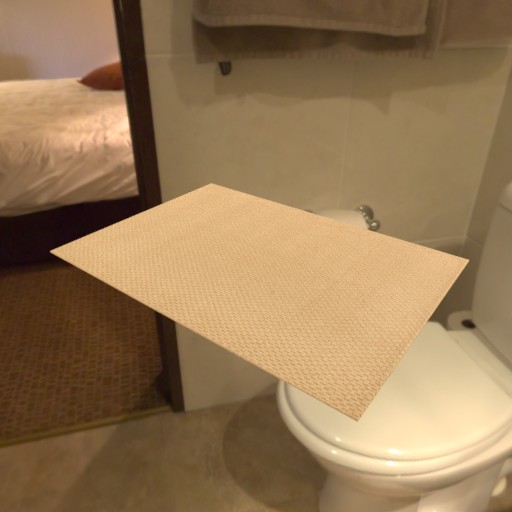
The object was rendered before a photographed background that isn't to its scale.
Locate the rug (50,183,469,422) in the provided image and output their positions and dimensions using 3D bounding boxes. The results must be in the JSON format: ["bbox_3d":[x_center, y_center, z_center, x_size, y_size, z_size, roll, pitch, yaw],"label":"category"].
[{"bbox_3d":[0.000,0.000,2.773,2.144,0.013,1.509,21,36,32],"label":"rug"}]
